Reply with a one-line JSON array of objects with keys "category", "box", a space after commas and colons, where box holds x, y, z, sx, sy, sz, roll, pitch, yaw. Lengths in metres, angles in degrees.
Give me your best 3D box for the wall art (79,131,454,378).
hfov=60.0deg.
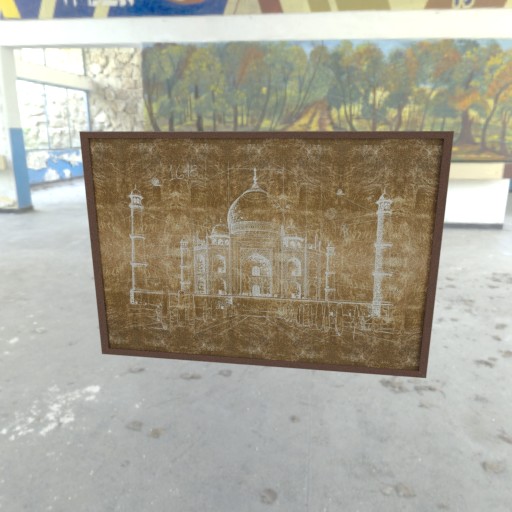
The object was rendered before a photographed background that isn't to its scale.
[{"category": "wall art", "box": [0.000, 0.000, 0.839, 0.660, 0.455, 0.014, 2, 16, 8]}]
